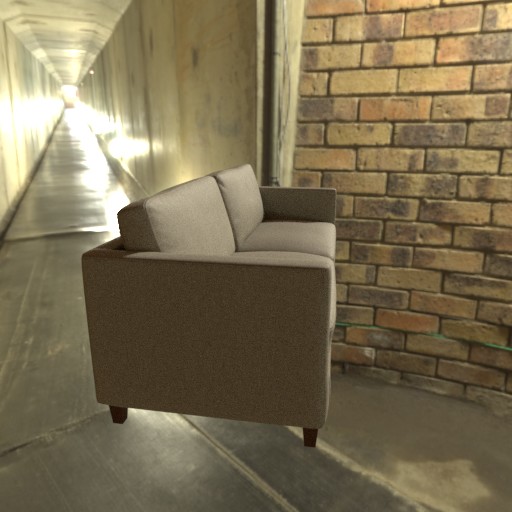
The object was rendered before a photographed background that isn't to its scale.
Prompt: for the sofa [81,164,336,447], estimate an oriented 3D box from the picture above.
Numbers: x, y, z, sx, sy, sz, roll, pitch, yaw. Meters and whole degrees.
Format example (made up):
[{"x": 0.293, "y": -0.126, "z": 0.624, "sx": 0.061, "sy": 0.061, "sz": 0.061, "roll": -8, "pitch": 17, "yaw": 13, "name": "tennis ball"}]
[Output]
[{"x": 0.000, "y": 0.000, "z": 2.648, "sx": 0.956, "sy": 0.963, "sz": 2.208, "roll": 3, "pitch": 16, "yaw": 10, "name": "sofa"}]
